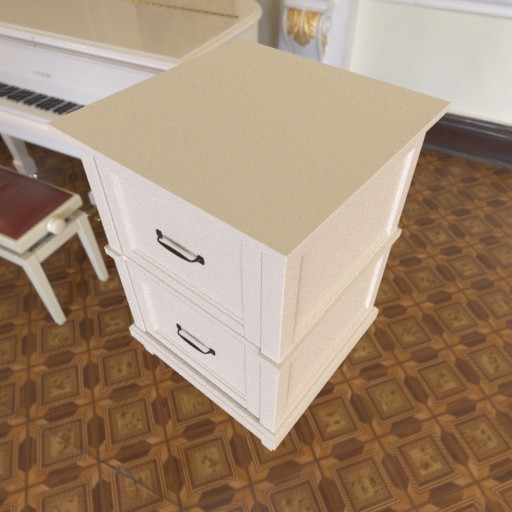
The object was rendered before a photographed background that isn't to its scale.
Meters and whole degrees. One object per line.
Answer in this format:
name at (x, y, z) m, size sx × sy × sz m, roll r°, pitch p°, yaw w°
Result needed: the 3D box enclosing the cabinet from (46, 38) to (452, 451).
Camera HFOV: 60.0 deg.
cabinet at (0.000, 0.000, 1.113) m, size 0.544 × 0.775 × 0.547 m, roll 30°, pitch 53°, yaw 26°
